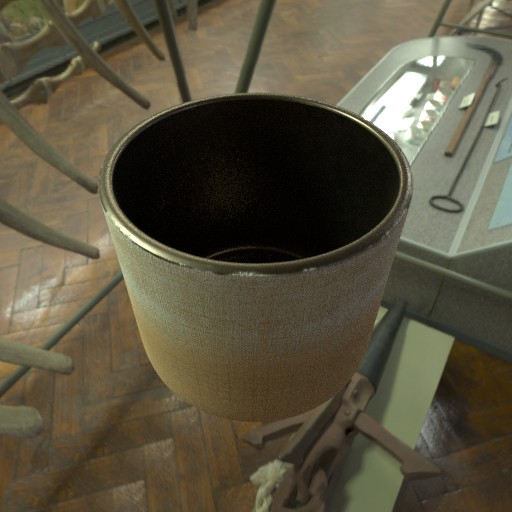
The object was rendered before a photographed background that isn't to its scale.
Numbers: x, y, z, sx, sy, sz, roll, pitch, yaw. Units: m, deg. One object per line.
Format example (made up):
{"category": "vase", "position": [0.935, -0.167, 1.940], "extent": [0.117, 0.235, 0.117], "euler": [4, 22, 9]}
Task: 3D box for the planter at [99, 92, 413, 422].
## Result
{"category": "planter", "position": [0.000, 0.000, 0.437], "extent": [0.254, 0.221, 0.254], "euler": [0, 45, 0]}
